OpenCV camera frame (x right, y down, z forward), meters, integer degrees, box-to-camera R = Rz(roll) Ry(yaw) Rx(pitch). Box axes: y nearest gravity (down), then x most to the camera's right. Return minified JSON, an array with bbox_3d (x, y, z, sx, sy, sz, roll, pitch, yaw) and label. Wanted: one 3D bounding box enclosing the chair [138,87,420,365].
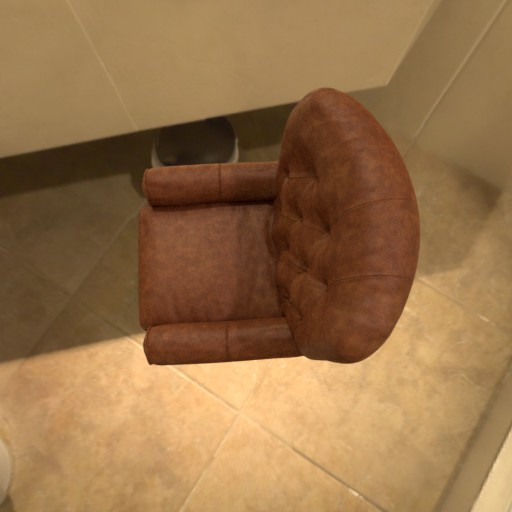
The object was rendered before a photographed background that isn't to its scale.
[{"bbox_3d":[0.000,0.000,1.915,1.059,1.164,0.951,-4,76,-1],"label":"chair"}]
